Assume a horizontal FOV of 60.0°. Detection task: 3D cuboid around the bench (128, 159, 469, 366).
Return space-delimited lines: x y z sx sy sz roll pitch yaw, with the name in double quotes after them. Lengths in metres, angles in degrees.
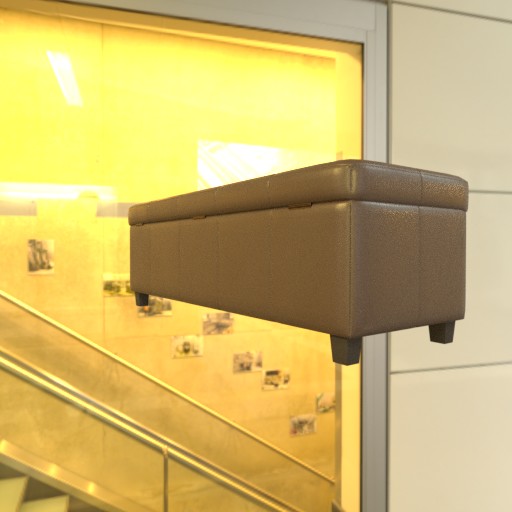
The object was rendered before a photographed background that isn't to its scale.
0.000 0.000 1.450 0.450 0.417 1.219 -1 1 -36 "bench"
